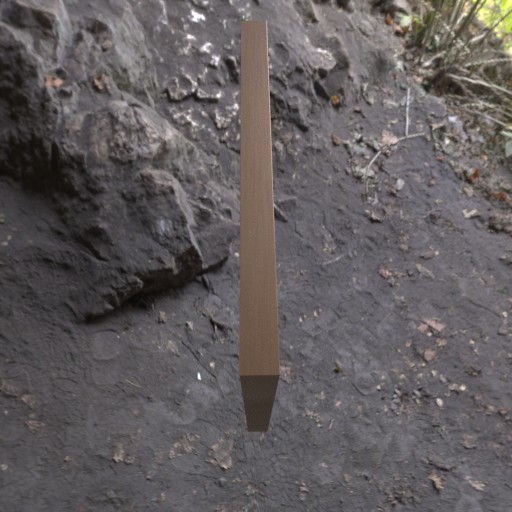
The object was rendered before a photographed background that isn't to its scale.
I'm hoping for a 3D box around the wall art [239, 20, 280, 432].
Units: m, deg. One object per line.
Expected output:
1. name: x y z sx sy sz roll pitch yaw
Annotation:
1. wall art: 0.000 0.000 0.759 0.038 0.511 0.513 -1 63 0
